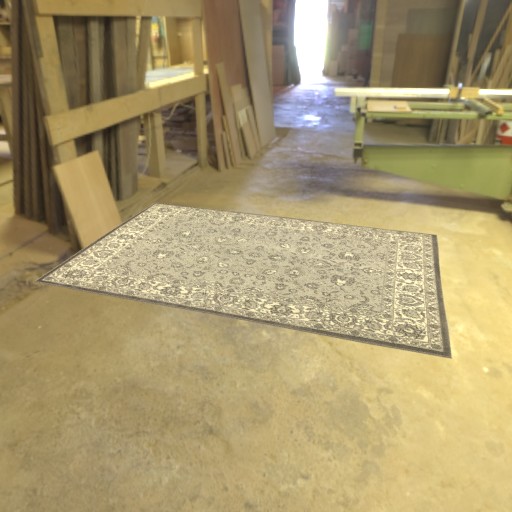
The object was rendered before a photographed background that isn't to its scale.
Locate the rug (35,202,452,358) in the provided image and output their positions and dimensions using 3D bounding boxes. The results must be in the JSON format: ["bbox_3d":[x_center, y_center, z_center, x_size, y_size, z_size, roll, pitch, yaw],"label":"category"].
[{"bbox_3d":[0.000,0.000,3.086,2.438,0.011,1.524,8,28,16],"label":"rug"}]
